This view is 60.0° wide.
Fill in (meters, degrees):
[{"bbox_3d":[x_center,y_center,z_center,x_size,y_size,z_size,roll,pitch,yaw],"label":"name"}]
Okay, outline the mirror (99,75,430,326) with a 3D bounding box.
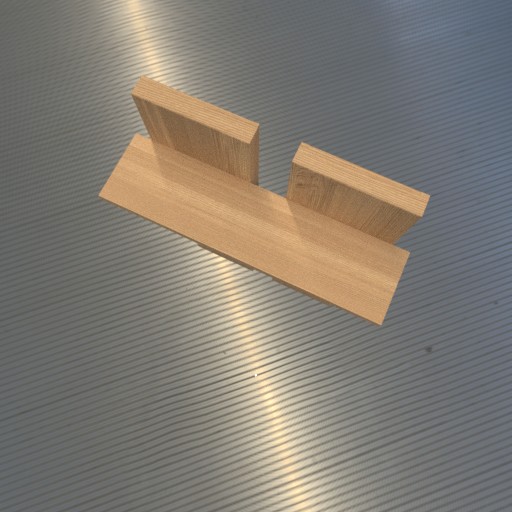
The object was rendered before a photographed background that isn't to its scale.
[{"bbox_3d":[0.000,0.000,1.563,0.800,1.250,0.260,24,76,6],"label":"mirror"}]
